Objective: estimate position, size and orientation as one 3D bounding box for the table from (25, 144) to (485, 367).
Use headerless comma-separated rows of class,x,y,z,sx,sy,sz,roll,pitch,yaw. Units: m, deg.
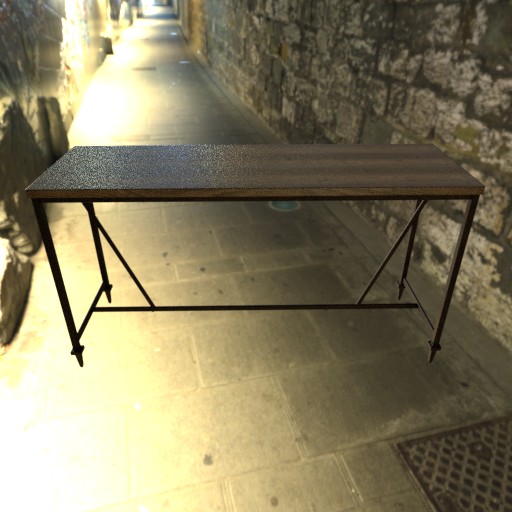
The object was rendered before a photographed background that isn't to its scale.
table,0.000,0.000,2.092,1.700,0.902,0.551,-1,31,-1
